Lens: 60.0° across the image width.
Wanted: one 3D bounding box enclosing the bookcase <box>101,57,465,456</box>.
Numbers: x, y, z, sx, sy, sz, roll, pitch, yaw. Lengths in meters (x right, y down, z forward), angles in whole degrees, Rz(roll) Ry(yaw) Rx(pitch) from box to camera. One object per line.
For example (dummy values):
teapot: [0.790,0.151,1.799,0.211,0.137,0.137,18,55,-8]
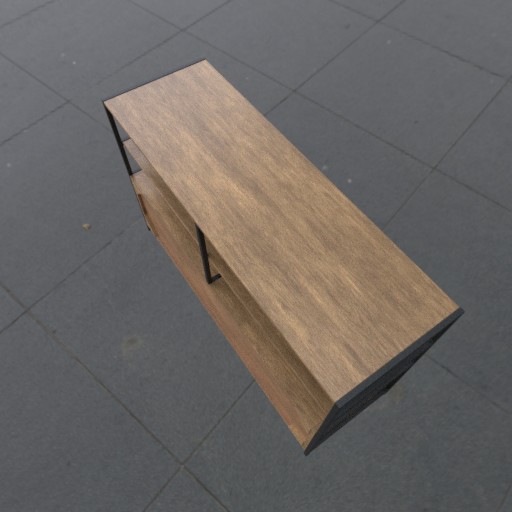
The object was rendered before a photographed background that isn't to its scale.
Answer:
bookcase: [0.000,0.000,1.507,0.391,0.712,1.149,-31,63,-17]
